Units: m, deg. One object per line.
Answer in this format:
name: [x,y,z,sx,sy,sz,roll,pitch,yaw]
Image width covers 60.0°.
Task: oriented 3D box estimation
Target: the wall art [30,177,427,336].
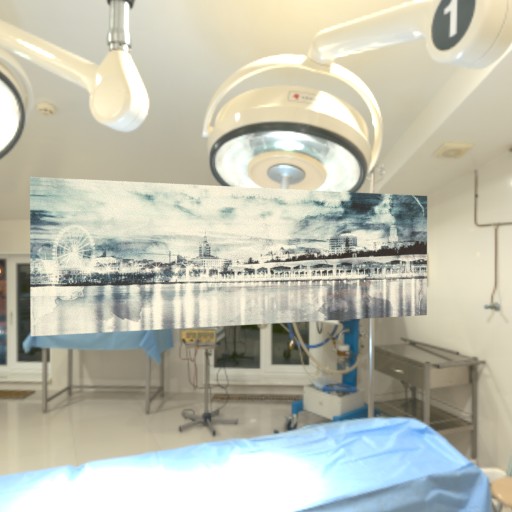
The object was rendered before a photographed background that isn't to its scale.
wall art: [0.000,0.000,1.666,1.524,0.509,0.037,0,1,-18]
